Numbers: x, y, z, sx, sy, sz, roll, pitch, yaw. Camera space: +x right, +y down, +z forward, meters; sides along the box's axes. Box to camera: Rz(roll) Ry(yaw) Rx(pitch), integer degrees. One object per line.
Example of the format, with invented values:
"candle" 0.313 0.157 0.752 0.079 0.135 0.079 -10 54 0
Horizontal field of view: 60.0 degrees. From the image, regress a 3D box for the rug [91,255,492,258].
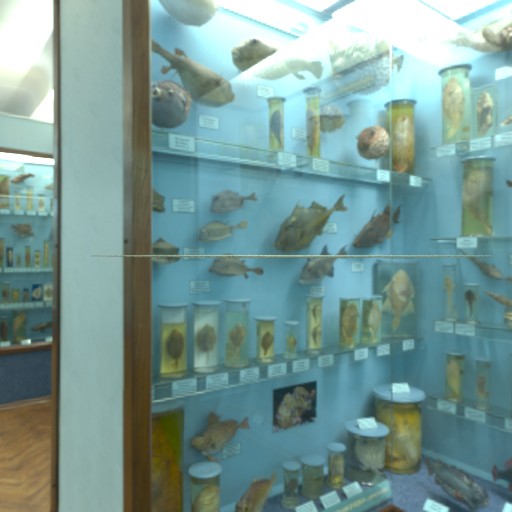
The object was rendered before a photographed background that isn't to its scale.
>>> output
"rug" 0.000 0.000 2.204 1.143 0.006 1.747 0 0 -35
